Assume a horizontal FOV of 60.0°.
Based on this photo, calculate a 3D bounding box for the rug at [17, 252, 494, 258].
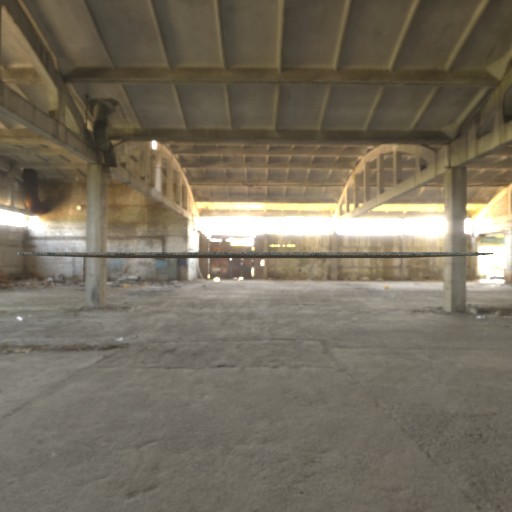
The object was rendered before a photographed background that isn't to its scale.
[{"bbox_3d":[0.000,0.000,3.016,2.439,0.015,1.524,0,-1,0],"label":"rug"}]
